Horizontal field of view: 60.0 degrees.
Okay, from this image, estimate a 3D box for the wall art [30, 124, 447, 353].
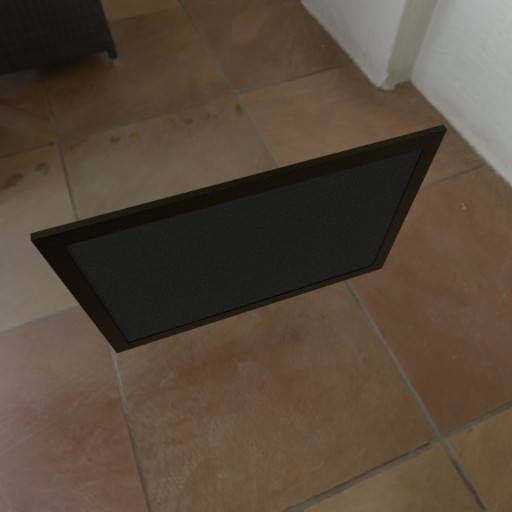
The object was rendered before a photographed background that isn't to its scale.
[{"bbox_3d":[0.000,0.000,0.859,0.660,0.447,0.013,-17,59,-10],"label":"wall art"}]
